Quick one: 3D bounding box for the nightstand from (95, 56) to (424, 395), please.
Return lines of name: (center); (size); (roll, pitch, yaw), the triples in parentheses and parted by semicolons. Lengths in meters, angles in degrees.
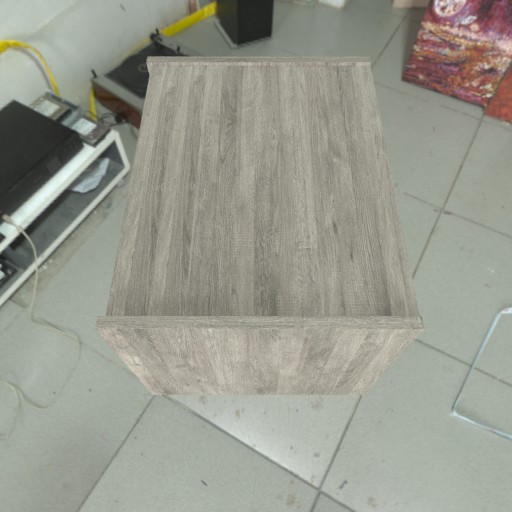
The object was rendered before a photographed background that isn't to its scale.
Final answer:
nightstand: (0.000, 0.000, 0.836); (0.380, 0.500, 0.480); (0, 60, 0)
